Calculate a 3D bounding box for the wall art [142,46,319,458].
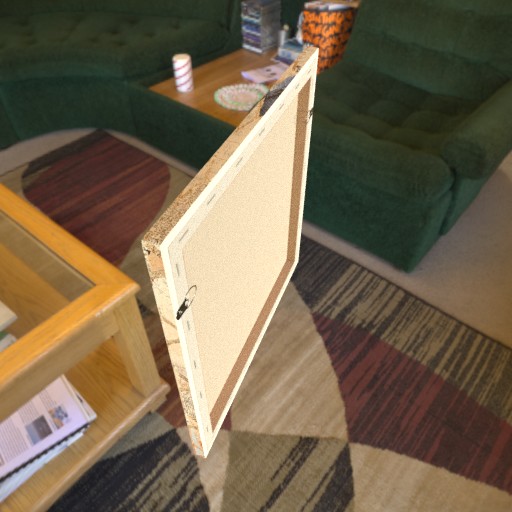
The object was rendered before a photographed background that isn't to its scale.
[{"bbox_3d":[0.000,0.000,1.340,0.039,0.914,0.912,16,47,15],"label":"wall art"}]
